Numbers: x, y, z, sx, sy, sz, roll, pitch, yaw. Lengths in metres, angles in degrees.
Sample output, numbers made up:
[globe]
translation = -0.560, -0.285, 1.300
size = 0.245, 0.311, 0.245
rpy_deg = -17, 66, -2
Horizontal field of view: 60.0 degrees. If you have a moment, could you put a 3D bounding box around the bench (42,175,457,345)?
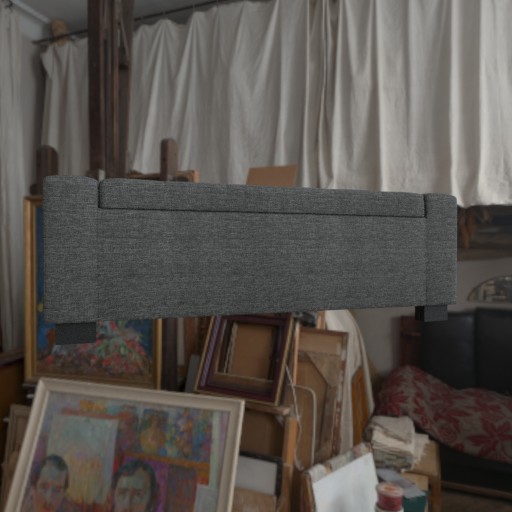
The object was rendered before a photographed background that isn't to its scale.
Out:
[bench]
translation = 0.000, 0.000, 1.548
size = 1.296, 0.445, 0.508
rpy_deg = 0, 1, -19
